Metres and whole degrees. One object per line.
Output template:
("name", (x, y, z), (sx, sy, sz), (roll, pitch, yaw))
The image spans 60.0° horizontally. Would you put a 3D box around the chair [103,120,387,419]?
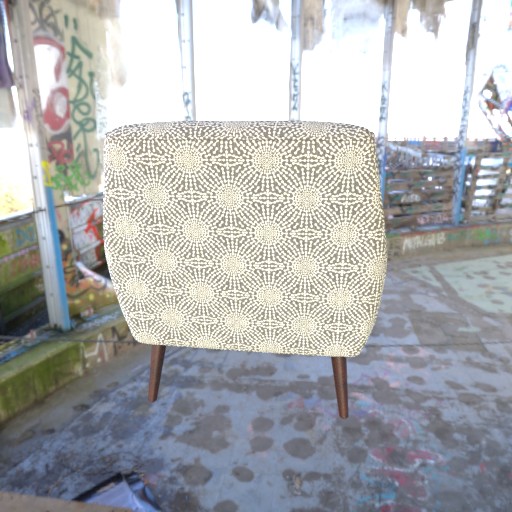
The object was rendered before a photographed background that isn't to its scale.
("chair", (0.000, 0.000, 1.457), (0.762, 0.838, 0.787), (2, 16, 8))
